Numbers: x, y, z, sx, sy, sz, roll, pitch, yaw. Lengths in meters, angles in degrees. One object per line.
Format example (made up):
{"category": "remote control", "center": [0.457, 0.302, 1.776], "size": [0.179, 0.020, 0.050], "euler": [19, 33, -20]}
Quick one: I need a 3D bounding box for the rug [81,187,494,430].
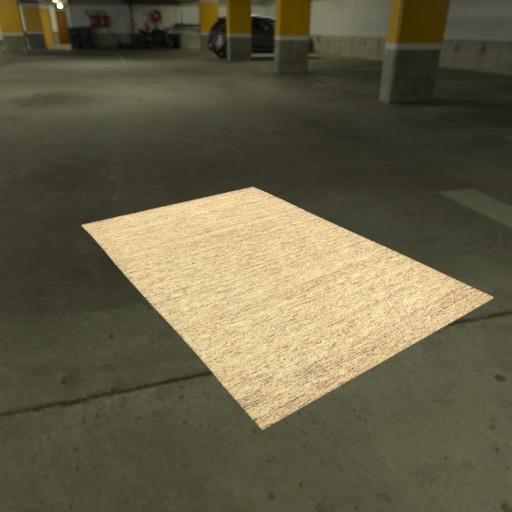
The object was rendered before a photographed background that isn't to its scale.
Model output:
{"category": "rug", "center": [0.000, 0.000, 2.828], "size": [1.547, 0.013, 2.283], "euler": [-18, 32, -31]}
